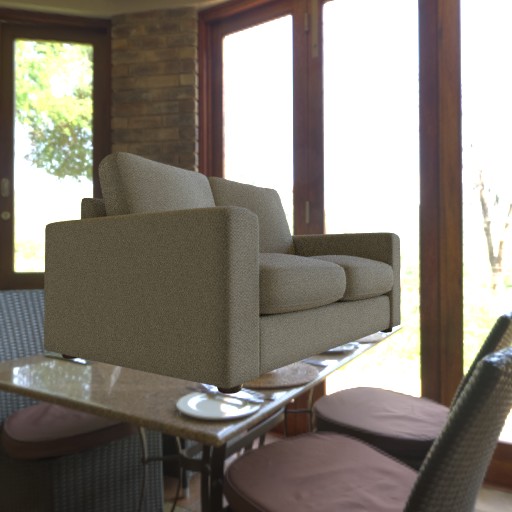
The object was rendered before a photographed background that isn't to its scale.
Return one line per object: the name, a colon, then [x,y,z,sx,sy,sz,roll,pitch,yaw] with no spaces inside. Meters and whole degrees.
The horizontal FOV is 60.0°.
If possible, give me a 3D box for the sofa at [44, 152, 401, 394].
sofa: [0.000,0.000,2.196,1.016,0.873,1.616,-1,-1,35]
